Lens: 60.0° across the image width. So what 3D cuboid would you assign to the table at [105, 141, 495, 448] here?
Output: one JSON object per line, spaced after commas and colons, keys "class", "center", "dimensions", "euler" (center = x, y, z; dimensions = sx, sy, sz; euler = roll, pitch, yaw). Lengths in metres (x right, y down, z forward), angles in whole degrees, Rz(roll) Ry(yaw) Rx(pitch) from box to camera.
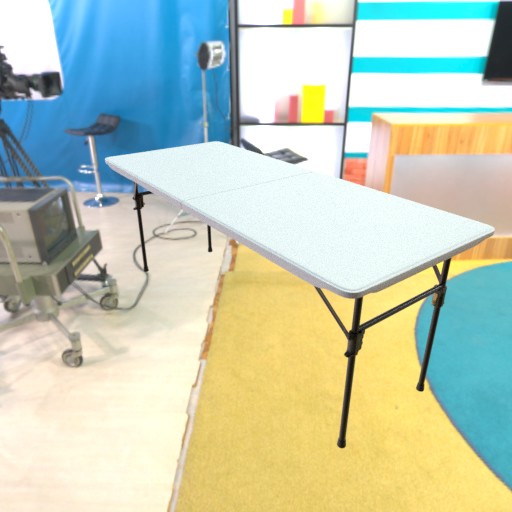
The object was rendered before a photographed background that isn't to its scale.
{"class": "table", "center": [0.000, 0.000, 2.158], "dimensions": [0.761, 0.719, 1.829], "euler": [-18, 32, -33]}
